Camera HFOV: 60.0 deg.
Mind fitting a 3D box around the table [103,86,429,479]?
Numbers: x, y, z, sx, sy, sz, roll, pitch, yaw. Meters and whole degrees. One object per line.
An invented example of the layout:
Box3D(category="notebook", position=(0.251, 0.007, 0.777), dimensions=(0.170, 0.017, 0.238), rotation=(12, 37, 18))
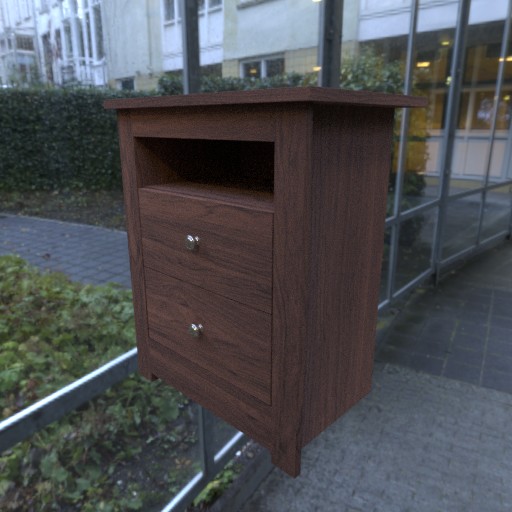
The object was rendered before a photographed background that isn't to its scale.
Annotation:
Box3D(category="table", position=(0.000, 0.000, 1.062), dimensions=(0.589, 0.711, 0.406), rotation=(15, 22, 41))
